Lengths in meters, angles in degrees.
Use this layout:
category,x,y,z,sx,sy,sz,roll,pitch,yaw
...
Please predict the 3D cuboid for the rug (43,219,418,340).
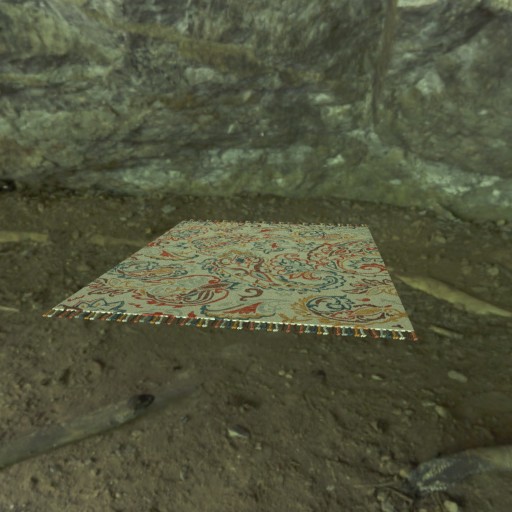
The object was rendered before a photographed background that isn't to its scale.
category,x,y,z,sx,sy,sz,roll,pitch,yaw
rug,0.000,0.000,4.378,2.439,0.015,3.274,2,16,8
